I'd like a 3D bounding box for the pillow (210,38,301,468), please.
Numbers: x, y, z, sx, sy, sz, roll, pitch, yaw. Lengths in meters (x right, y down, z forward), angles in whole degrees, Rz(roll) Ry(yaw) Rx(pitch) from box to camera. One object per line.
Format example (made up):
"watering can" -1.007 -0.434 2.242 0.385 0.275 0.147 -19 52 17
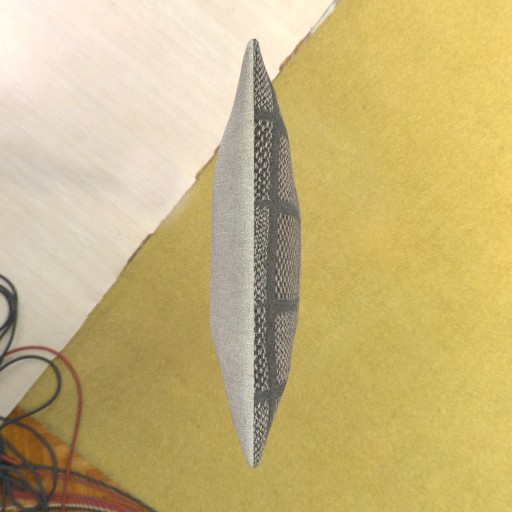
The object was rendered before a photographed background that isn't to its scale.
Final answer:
"pillow" 0.000 0.000 0.659 0.138 0.432 0.435 0 89 -1
